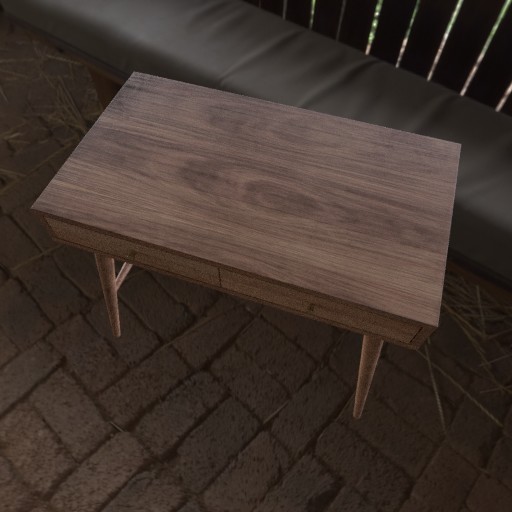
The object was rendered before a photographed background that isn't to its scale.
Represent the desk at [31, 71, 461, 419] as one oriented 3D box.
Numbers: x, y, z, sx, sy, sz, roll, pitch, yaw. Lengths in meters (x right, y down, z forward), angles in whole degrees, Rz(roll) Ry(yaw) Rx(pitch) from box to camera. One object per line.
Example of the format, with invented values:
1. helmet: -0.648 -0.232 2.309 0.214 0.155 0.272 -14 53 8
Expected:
1. desk: 0.000 0.000 1.426 0.949 0.758 0.588 16 60 10
